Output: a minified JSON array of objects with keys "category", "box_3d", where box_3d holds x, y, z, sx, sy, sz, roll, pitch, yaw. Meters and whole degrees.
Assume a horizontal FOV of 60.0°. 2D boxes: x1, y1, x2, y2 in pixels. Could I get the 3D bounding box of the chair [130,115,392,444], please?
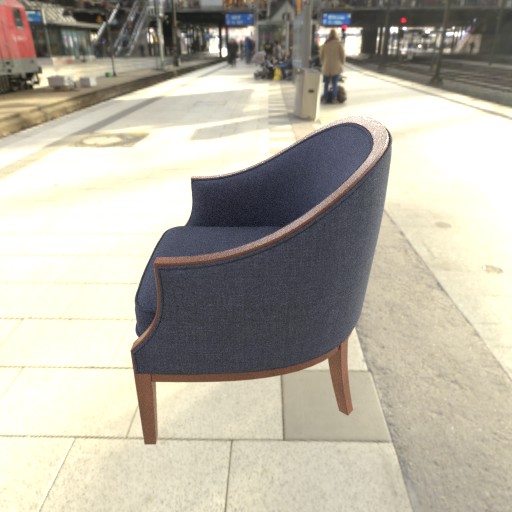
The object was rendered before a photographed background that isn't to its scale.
[{"category":"chair","box_3d":[0.000,0.000,1.476,0.735,0.876,0.803,0,26,-1]}]
